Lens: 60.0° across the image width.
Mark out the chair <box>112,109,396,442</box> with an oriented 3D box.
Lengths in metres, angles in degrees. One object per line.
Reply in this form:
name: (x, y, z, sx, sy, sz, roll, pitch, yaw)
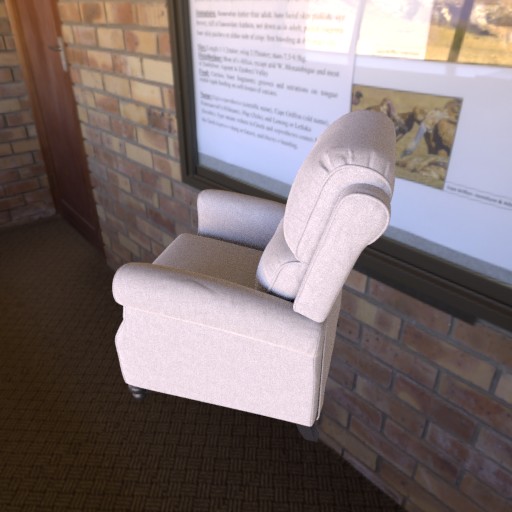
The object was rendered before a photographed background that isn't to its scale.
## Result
chair: (0.000, 0.000, 1.723, 0.919, 1.046, 0.859, 8, 30, 14)
